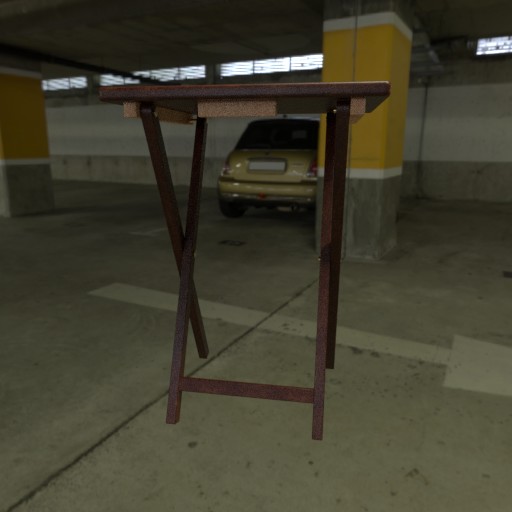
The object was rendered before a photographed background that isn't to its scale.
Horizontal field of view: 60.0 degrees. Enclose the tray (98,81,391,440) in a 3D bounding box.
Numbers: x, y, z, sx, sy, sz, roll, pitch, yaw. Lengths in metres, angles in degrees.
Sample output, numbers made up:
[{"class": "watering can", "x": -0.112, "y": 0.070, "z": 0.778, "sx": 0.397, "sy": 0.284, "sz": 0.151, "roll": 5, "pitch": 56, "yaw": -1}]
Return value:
[{"class": "tray", "x": 0.000, "y": 0.000, "z": 0.970, "sx": 0.483, "sy": 0.660, "sz": 0.381, "roll": 2, "pitch": 14, "yaw": 10}]
